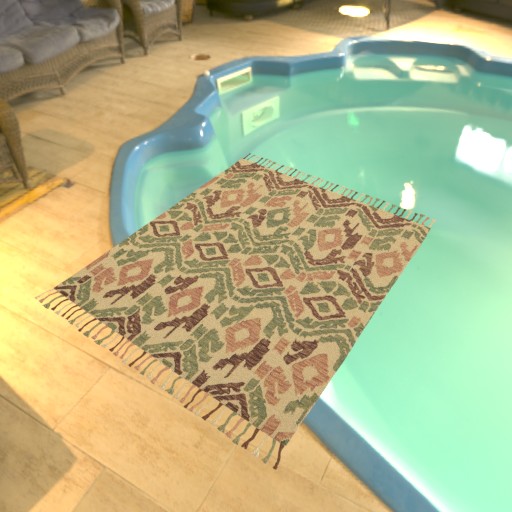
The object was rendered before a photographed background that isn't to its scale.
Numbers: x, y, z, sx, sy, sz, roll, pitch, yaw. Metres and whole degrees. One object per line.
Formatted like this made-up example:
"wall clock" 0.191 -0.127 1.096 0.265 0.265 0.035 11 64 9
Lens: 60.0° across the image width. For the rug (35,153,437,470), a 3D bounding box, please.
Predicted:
"rug" 0.000 0.000 4.120 2.438 0.010 3.048 26 48 25
